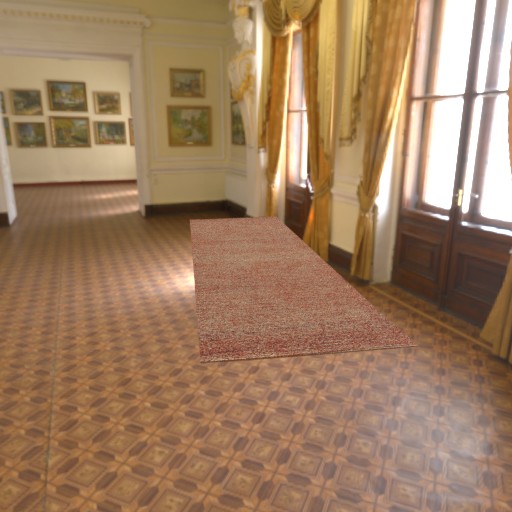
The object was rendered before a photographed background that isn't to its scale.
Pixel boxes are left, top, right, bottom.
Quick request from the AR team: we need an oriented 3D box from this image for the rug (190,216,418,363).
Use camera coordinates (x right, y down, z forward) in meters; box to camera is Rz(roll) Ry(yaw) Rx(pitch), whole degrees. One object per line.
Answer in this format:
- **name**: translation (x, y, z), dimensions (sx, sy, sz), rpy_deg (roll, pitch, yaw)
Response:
- **rug**: translation (0.000, 0.000, 2.525), dimensions (0.718, 0.013, 2.353), rpy_deg (-2, 16, -9)
